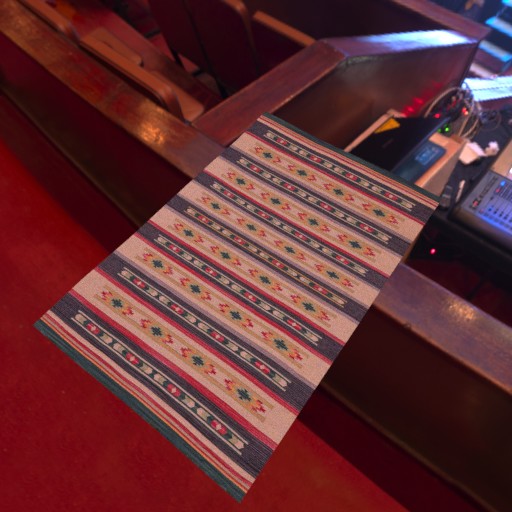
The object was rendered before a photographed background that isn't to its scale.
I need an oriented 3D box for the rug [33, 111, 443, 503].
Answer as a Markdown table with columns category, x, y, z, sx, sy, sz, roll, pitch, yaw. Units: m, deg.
| category | x | y | z | sx | sy | sz | roll | pitch | yaw |
| --- | --- | --- | --- | --- | --- | --- | --- | --- | --- |
| rug | 0.000 | 0.000 | 2.826 | 1.522 | 0.010 | 2.311 | 32 | 63 | 18 |
